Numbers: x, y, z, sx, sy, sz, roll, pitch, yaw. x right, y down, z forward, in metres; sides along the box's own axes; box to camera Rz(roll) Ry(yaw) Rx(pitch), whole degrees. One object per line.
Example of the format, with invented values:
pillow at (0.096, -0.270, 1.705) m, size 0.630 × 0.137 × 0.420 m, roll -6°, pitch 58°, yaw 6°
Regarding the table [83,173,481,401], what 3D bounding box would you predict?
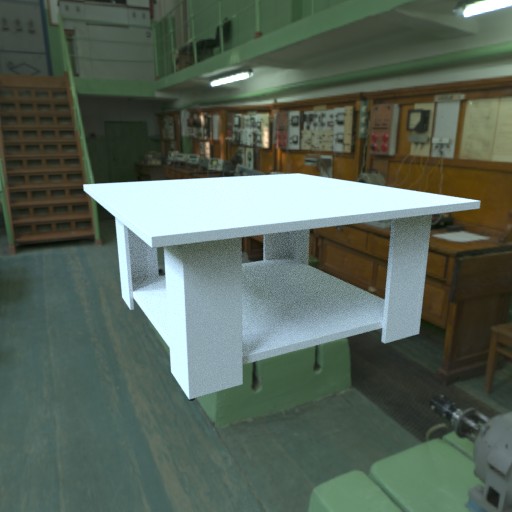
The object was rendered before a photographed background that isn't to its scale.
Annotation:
table at (0.000, 0.000, 1.070) m, size 0.670 × 0.305 × 0.670 m, roll -8°, pitch 18°, yaw -27°
